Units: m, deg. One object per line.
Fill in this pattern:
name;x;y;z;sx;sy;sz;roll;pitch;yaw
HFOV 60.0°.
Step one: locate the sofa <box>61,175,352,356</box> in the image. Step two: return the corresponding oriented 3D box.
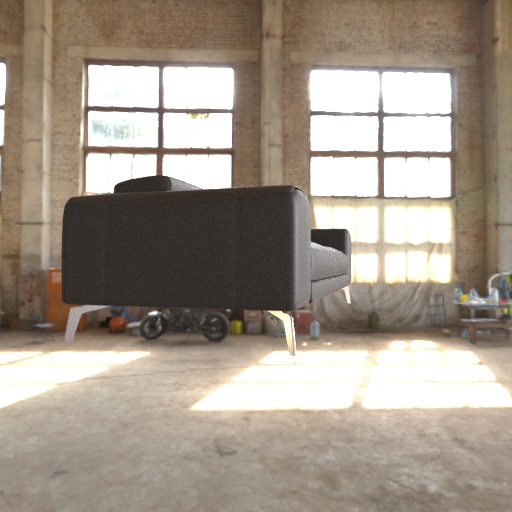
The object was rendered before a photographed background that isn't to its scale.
sofa;0.000;0.000;2.797;1.023;0.759;2.321;0;-1;17
